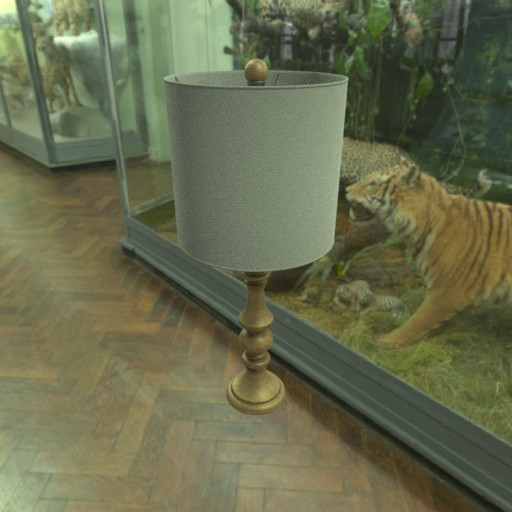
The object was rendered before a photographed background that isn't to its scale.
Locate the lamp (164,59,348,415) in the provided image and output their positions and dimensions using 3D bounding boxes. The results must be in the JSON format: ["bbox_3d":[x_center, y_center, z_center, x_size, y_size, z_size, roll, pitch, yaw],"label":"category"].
[{"bbox_3d":[0.000,0.000,0.734,0.250,0.597,0.250,8,28,16],"label":"lamp"}]
